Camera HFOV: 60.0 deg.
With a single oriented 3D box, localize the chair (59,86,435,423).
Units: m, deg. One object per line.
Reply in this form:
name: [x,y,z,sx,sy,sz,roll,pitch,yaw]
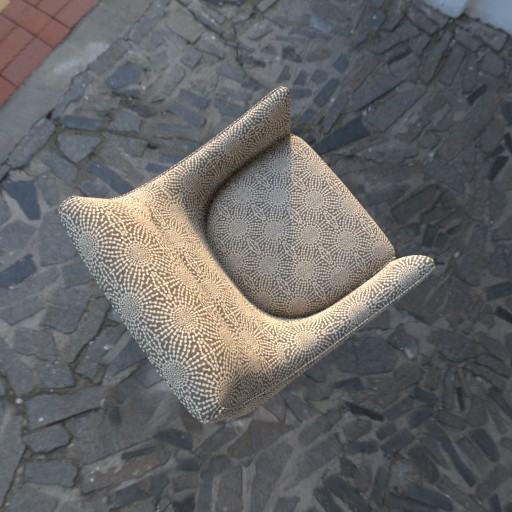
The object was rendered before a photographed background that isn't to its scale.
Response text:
chair: [0.000,0.000,1.447,0.787,0.838,0.762,-36,79,-8]
